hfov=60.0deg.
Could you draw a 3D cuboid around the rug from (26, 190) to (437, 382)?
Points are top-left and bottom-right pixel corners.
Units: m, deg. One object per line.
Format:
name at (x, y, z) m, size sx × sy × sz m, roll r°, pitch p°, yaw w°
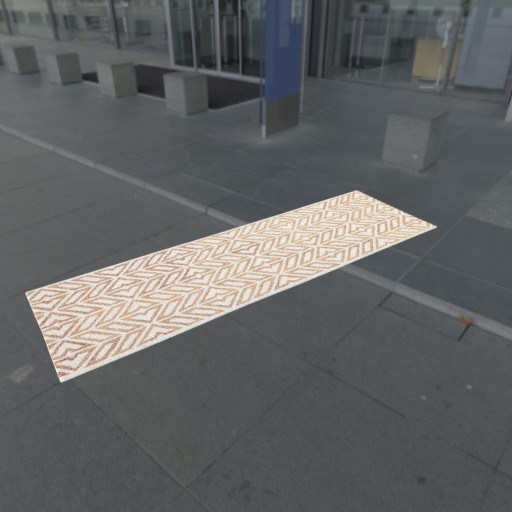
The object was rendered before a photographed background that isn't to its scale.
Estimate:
rug at (0.000, 0.000, 2.659) m, size 2.435 × 0.009 × 0.750 m, roll -19°, pitch 36°, yaw -29°
